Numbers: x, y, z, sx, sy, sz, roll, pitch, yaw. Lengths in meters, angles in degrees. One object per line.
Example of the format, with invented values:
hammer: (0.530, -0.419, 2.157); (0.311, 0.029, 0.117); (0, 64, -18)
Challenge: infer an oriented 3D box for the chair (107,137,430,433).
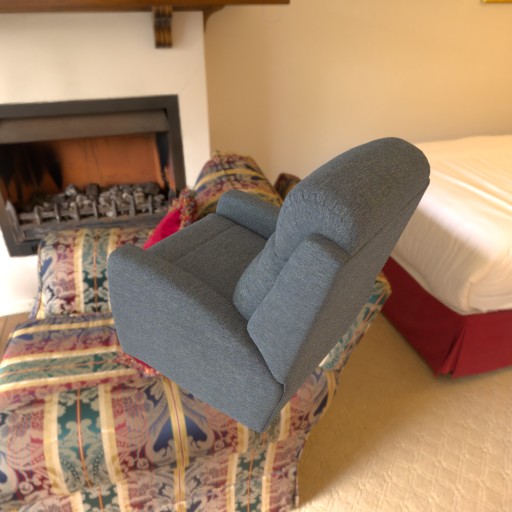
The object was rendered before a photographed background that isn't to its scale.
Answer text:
chair: (0.000, 0.000, 1.735); (1.043, 1.013, 0.798); (22, 38, 30)
